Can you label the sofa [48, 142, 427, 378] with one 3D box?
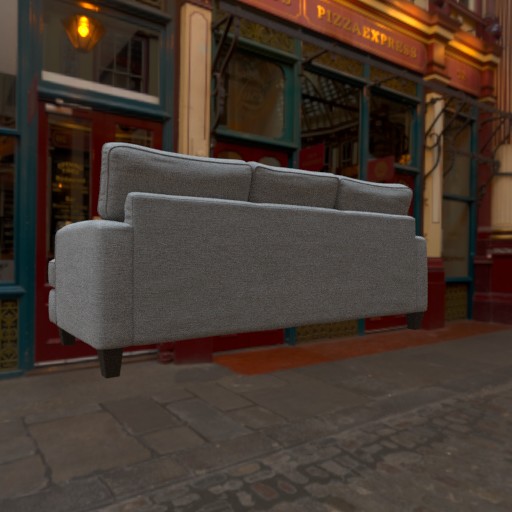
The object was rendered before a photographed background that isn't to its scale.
[{"bbox_3d":[0.000,0.000,2.676,2.158,0.965,0.951,0,0,-36],"label":"sofa"}]
